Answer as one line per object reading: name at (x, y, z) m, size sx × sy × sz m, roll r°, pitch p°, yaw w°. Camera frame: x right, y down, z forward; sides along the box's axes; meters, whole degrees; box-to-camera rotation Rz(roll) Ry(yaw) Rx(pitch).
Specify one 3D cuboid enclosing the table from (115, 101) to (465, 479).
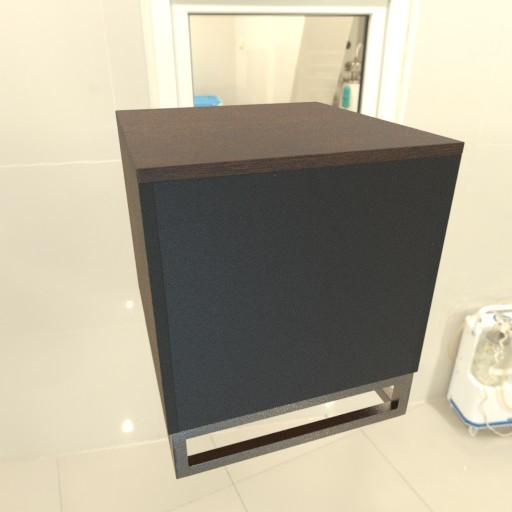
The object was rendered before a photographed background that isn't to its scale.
table at (0.000, 0.000, 0.994) m, size 0.506 × 0.582 × 0.566 m, roll -8°, pitch 27°, yaw -17°
